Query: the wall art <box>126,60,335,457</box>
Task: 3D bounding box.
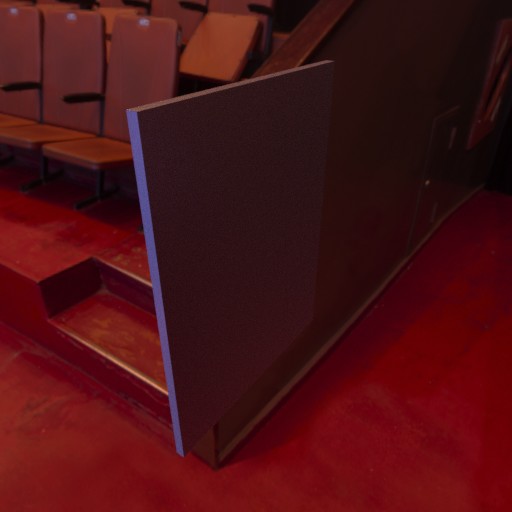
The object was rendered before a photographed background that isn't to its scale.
[{"bbox_3d":[0.000,0.000,1.394,0.030,1.046,0.816,20,37,30],"label":"wall art"}]
